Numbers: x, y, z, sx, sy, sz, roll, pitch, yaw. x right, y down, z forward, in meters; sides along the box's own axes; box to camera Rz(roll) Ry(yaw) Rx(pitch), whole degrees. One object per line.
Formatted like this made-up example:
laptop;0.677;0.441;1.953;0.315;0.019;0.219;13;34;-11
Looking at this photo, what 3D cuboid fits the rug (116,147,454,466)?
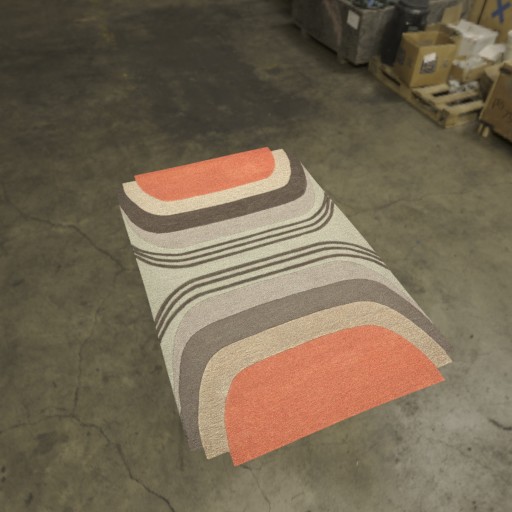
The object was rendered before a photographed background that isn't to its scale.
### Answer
rug;0.000;0.000;2.980;1.530;0.017;2.446;-16;48;-15
